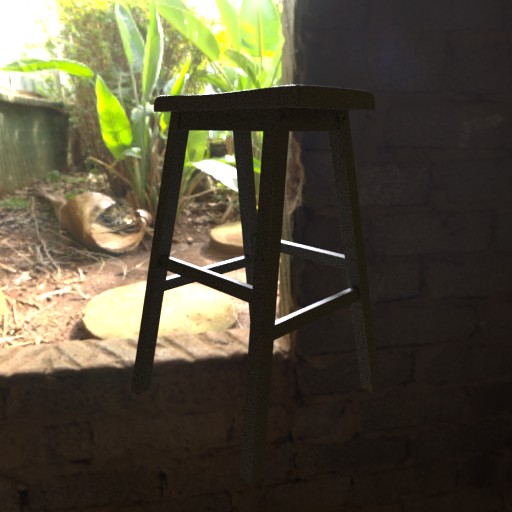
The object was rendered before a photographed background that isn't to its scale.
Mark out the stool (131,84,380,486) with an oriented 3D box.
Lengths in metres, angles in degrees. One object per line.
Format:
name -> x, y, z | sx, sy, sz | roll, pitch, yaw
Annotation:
stool -> 0.000, 0.000, 1.069 | 0.476, 0.737, 0.457 | -16, 23, -42
